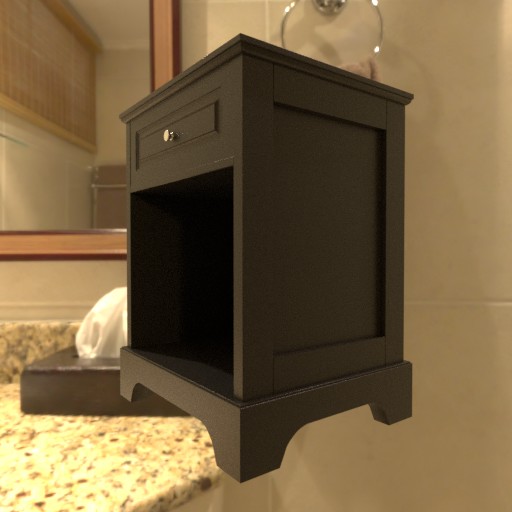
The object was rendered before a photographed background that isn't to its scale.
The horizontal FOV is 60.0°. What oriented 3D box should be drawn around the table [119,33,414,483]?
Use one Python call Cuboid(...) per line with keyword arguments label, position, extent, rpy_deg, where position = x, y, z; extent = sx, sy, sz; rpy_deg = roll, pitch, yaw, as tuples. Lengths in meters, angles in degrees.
Cuboid(label="table", position=(0.000, 0.000, 0.902), extent=(0.399, 0.610, 0.460), rpy_deg=(-1, 1, -37))
